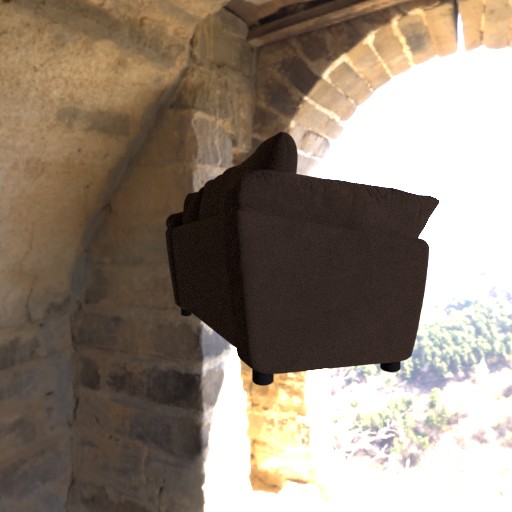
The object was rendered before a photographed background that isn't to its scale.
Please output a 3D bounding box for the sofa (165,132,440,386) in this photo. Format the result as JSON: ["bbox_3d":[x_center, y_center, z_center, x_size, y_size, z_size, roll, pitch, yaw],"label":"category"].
[{"bbox_3d":[0.000,0.000,2.812,0.878,1.015,2.336,0,1,-18],"label":"sofa"}]
